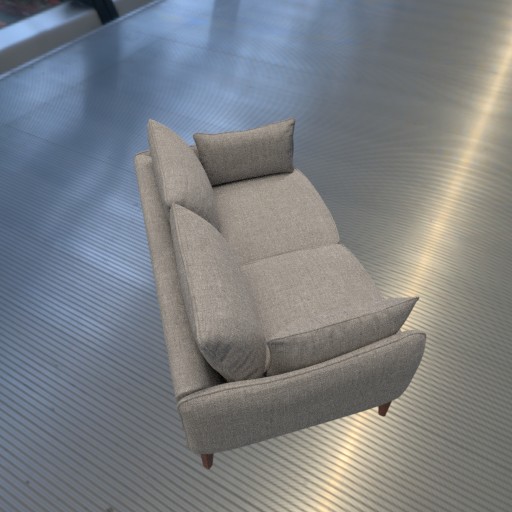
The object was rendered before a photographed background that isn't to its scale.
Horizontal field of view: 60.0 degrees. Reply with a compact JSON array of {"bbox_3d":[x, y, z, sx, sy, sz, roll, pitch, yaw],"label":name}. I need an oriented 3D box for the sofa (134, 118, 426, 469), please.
[{"bbox_3d":[0.000,0.000,2.136,0.972,0.851,1.580,-12,47,-11],"label":"sofa"}]
